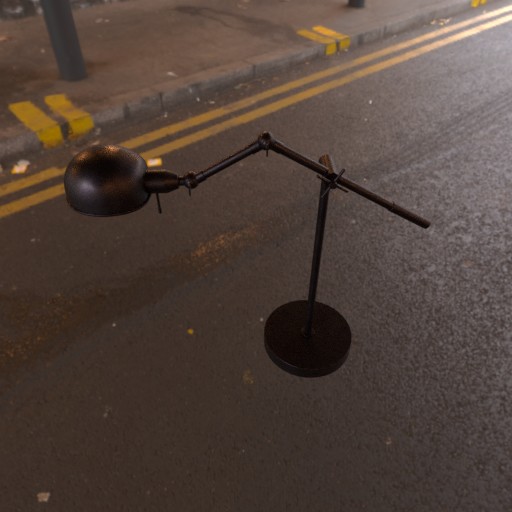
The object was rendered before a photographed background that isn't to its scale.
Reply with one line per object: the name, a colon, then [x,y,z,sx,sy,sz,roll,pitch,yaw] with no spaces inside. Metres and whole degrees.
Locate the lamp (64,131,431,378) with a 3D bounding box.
lamp: [0.000,0.000,0.791,0.567,0.495,0.185,-1,41,-1]
